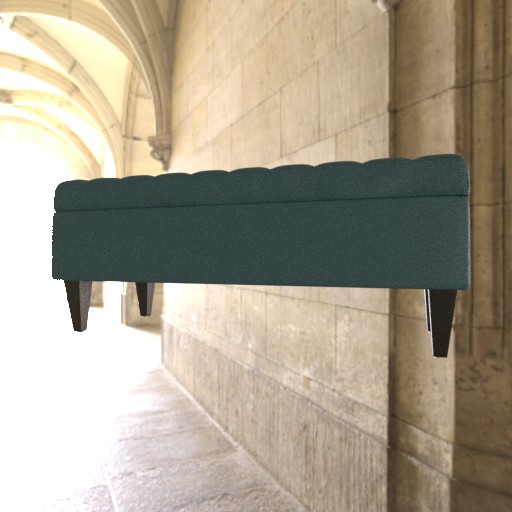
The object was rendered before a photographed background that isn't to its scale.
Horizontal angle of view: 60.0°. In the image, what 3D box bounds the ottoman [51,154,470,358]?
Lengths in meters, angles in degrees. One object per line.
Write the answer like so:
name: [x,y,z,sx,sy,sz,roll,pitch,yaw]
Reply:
ottoman: [0.000,0.000,1.362,1.151,0.469,0.482,0,0,19]
